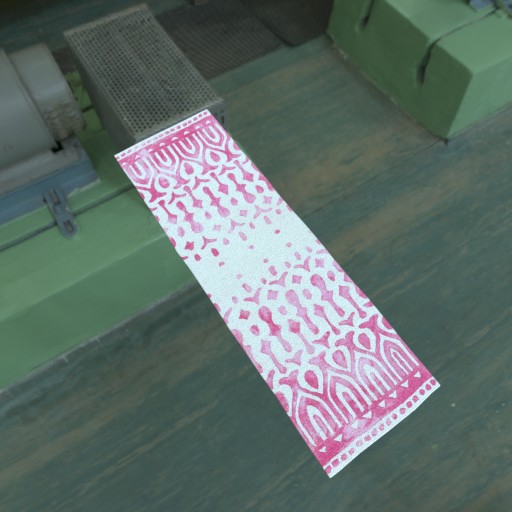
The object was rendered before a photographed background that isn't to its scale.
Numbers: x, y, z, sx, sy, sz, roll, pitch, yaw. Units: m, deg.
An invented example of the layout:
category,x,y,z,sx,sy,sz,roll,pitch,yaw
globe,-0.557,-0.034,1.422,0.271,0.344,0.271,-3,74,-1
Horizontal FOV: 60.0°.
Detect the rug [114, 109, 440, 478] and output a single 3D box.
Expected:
category,x,y,z,sx,sy,sz,roll,pitch,yaw
rug,0.000,0.000,2.754,0.787,0.011,2.458,-31,67,-15
